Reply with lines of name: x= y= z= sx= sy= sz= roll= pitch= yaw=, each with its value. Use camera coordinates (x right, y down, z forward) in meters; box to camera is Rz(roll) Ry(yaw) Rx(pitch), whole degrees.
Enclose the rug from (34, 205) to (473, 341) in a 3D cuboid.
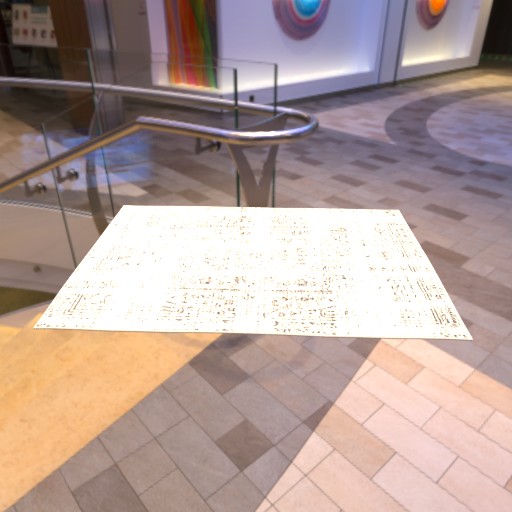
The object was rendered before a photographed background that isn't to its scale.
rug: x=0.000 y=0.000 z=3.169 sx=2.438 sy=0.026 sz=1.706 roll=1 pitch=30 yaw=2
